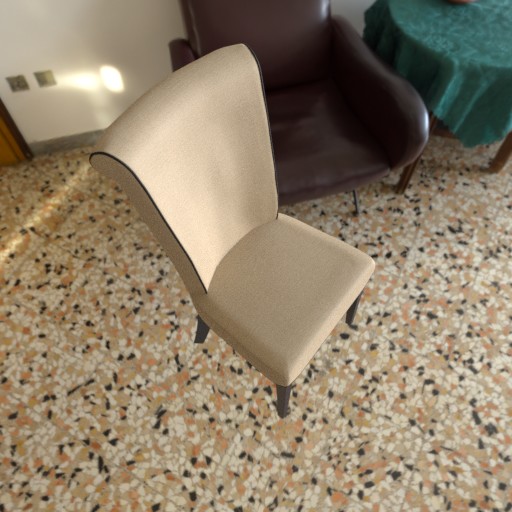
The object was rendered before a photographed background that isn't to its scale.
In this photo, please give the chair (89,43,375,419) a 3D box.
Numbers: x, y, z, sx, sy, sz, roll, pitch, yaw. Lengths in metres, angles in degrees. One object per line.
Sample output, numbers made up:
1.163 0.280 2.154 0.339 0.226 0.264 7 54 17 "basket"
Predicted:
0.000 0.000 1.380 0.623 0.997 0.522 34 64 19 "chair"
